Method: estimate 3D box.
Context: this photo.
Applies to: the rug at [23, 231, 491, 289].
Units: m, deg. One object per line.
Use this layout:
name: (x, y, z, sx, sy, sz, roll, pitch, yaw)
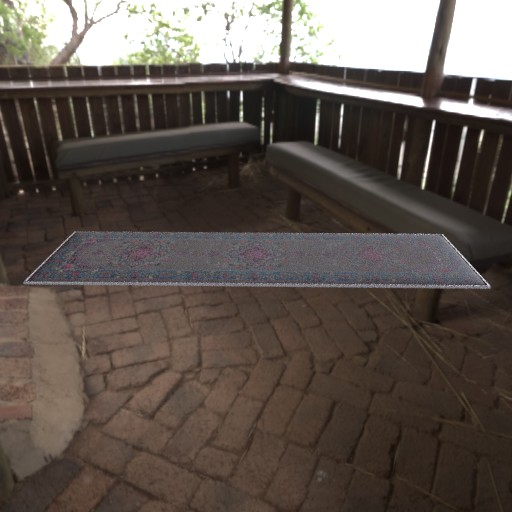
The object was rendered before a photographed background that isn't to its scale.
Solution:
rug: (0.000, 0.000, 2.463, 2.297, 0.019, 0.659, 0, 26, 1)
